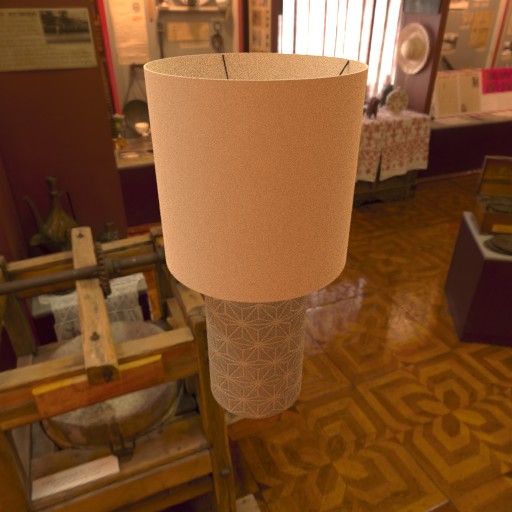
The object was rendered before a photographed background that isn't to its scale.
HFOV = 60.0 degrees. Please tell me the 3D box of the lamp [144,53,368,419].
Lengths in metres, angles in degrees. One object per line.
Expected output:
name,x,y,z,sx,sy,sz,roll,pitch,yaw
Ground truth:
lamp,0.000,0.000,0.519,0.206,0.416,0.206,-11,31,-18
